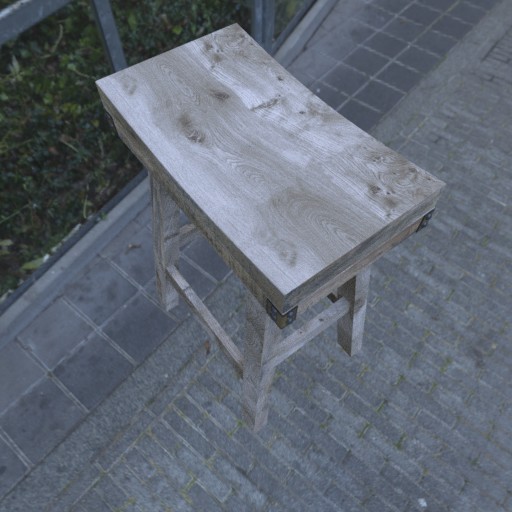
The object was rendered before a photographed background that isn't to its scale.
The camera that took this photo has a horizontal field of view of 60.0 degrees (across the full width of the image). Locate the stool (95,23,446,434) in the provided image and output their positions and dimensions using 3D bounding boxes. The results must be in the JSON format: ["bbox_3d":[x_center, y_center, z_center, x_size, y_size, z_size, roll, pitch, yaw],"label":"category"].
[{"bbox_3d":[0.000,0.000,0.859,0.330,0.635,0.450,-32,63,-19],"label":"stool"}]
